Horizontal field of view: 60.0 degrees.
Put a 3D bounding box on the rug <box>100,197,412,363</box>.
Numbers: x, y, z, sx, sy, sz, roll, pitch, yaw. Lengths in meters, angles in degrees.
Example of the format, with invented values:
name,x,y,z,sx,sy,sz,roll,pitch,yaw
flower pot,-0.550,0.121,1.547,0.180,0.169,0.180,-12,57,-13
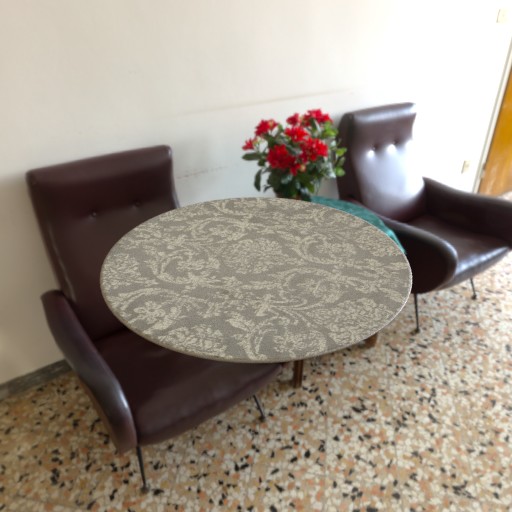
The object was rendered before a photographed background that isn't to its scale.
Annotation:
name,x,y,z,sx,sy,sz,roll,pitch,yaw
rug,0.000,0.000,2.364,1.593,0.012,1.593,0,30,0
